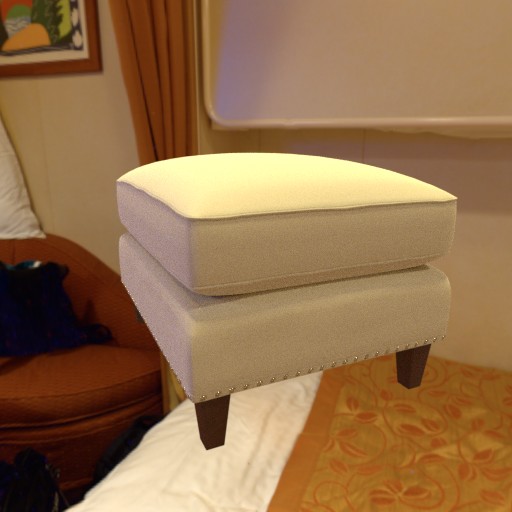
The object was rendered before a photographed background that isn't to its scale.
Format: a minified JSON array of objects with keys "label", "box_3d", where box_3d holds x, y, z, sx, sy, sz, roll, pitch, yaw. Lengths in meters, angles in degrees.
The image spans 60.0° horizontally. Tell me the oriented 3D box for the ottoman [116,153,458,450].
[{"label":"ottoman","box_3d":[0.000,0.000,1.134,0.584,0.513,0.741,-7,16,-24]}]
